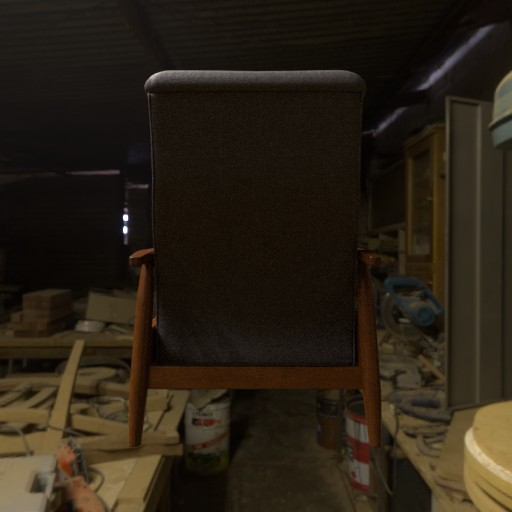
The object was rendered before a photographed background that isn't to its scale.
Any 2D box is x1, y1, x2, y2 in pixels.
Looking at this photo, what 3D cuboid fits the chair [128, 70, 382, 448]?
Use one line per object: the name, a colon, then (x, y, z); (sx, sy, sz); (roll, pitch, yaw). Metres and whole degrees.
chair: (0.000, 0.000, 1.752); (0.762, 1.081, 1.014); (0, 1, 0)
